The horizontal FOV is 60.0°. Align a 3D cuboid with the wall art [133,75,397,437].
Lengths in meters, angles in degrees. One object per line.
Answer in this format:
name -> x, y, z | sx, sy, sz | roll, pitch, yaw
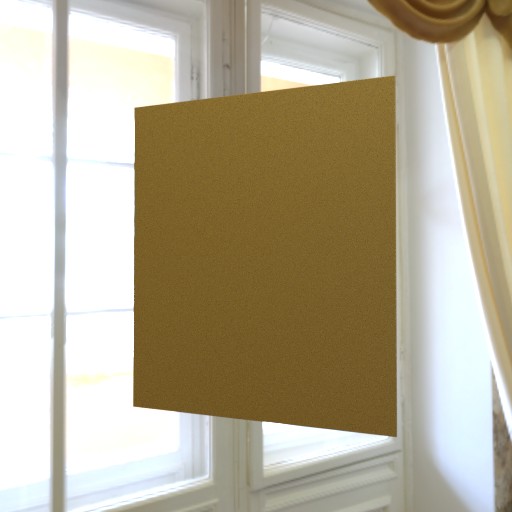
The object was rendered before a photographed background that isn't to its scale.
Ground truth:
wall art -> 0.000, 0.000, 0.890 | 0.537, 0.642, 0.048 | 0, -1, 18
